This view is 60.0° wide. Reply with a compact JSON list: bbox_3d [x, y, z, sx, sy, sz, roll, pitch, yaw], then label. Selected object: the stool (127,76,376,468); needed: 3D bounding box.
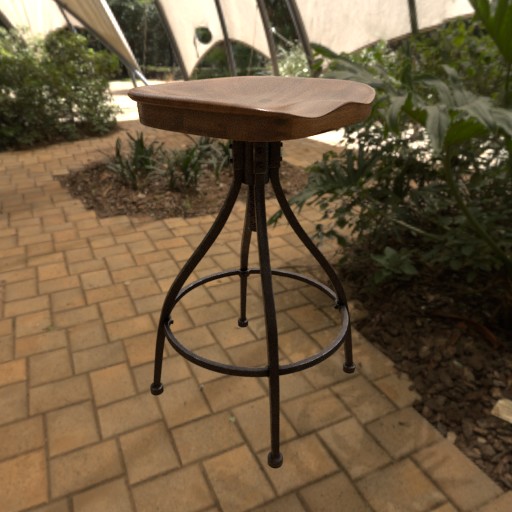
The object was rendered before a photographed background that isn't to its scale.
[{"bbox_3d":[0.000,0.000,0.960,0.424,0.694,0.432,18,31,32],"label":"stool"}]
